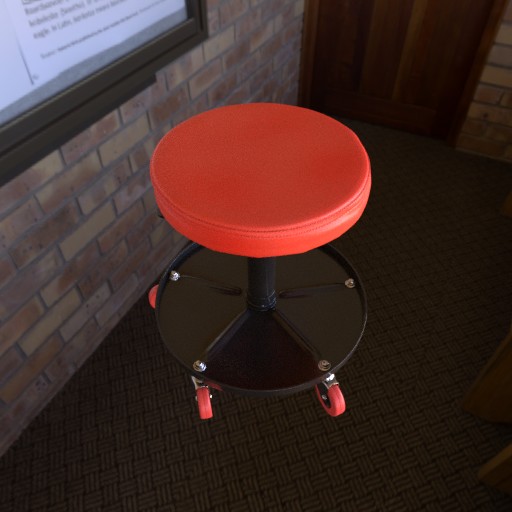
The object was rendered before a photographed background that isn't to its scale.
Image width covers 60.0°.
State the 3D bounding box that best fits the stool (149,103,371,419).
[{"bbox_3d":[0.000,0.000,0.674,0.382,0.365,0.381,-4,46,-4],"label":"stool"}]
